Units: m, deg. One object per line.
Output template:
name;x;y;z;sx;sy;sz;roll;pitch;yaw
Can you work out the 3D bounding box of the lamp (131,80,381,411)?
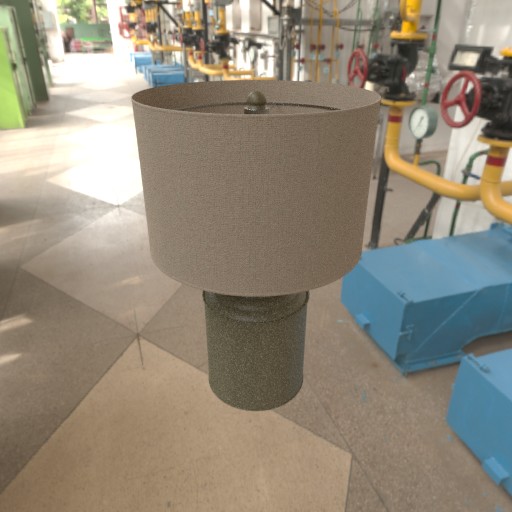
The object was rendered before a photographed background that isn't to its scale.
lamp;0.000;0.000;0.691;0.318;0.486;0.318;0;27;0
